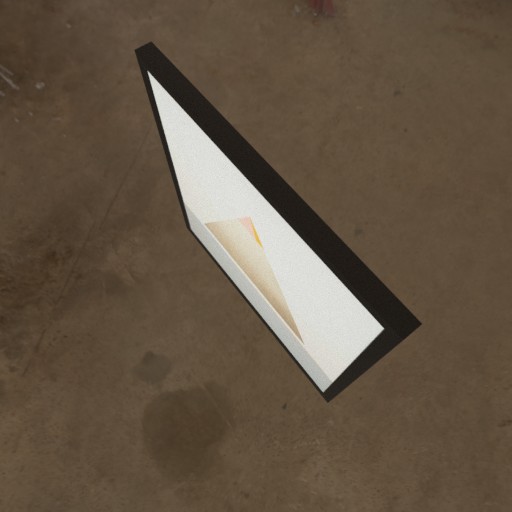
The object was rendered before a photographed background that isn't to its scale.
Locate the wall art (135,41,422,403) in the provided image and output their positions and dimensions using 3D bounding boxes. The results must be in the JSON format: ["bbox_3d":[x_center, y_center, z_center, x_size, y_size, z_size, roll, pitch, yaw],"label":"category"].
[{"bbox_3d":[0.000,0.000,0.760,0.028,0.511,0.513,-35,70,-15],"label":"wall art"}]
